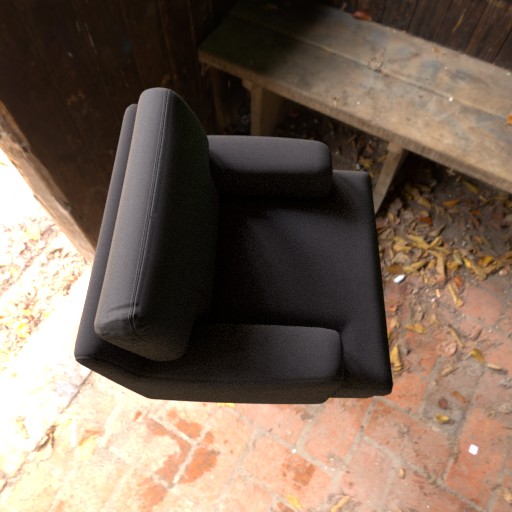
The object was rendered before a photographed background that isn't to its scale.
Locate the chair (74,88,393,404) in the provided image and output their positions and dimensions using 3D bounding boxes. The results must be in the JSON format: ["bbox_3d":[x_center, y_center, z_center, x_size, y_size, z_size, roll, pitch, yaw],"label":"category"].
[{"bbox_3d":[0.000,0.000,1.912,1.143,0.940,1.168,2,63,1],"label":"chair"}]
